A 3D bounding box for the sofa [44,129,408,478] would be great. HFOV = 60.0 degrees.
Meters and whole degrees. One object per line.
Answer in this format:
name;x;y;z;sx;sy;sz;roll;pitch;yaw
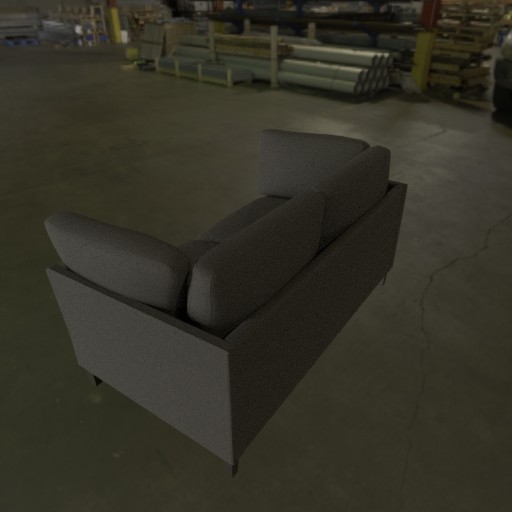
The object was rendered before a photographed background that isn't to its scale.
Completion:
sofa;0.000;0.000;2.316;0.969;0.920;1.751;20;36;29
